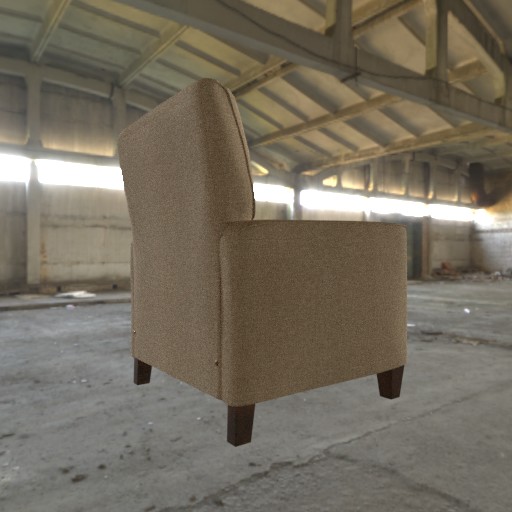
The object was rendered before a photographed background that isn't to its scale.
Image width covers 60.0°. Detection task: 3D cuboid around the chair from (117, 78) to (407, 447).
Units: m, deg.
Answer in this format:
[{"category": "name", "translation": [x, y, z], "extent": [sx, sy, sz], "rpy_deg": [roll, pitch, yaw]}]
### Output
[{"category": "chair", "translation": [0.000, 0.000, 1.690], "extent": [0.858, 1.028, 0.841], "rpy_deg": [0, 0, -36]}]
